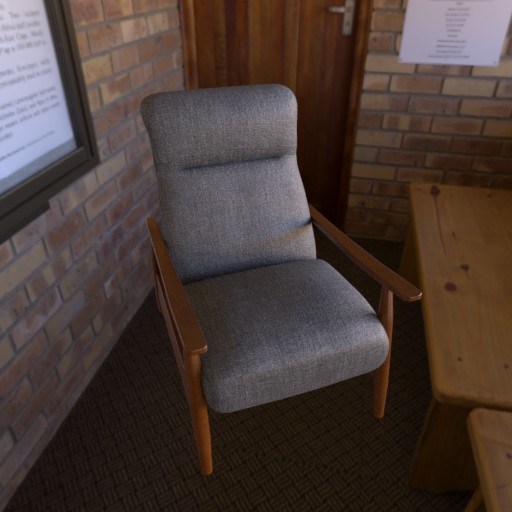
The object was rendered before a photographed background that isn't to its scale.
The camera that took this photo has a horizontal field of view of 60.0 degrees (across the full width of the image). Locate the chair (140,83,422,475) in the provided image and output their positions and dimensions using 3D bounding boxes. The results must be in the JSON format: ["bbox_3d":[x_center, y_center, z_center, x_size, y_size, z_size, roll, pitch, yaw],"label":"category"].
[{"bbox_3d":[0.000,0.000,1.745,0.762,1.082,1.030,-11,34,-16],"label":"chair"}]
